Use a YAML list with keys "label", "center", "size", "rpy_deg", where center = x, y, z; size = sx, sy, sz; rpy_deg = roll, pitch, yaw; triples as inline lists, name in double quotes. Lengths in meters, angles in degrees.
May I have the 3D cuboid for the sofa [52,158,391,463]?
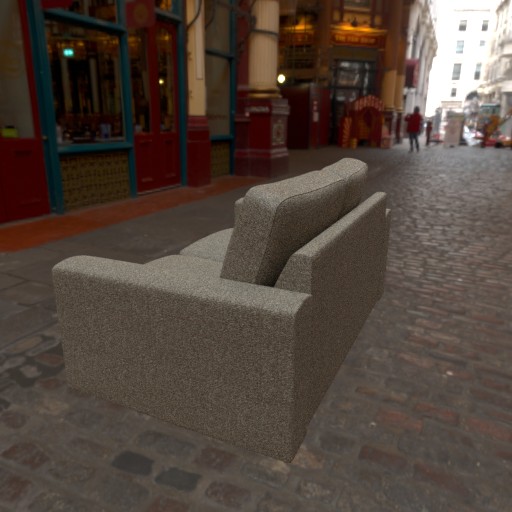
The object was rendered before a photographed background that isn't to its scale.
- label: "sofa"
  center: [0.000, 0.000, 2.180]
  size: [1.016, 0.873, 1.616]
  rpy_deg: [8, 19, 24]
